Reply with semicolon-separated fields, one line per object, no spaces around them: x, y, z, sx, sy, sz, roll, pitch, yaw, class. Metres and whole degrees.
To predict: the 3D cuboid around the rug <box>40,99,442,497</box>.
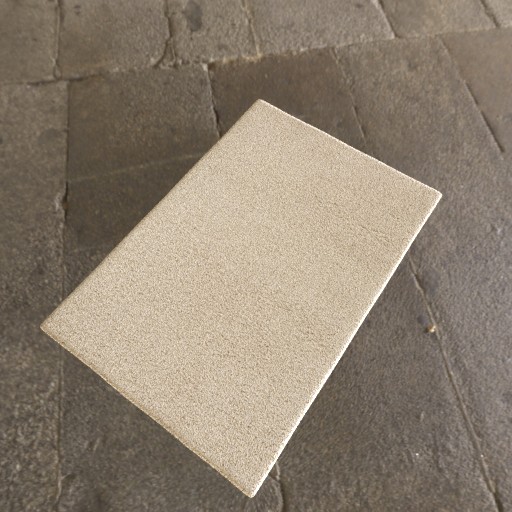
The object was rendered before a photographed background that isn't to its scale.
0.000;0.000;2.236;1.219;0.030;1.778;32;68;15;rug
